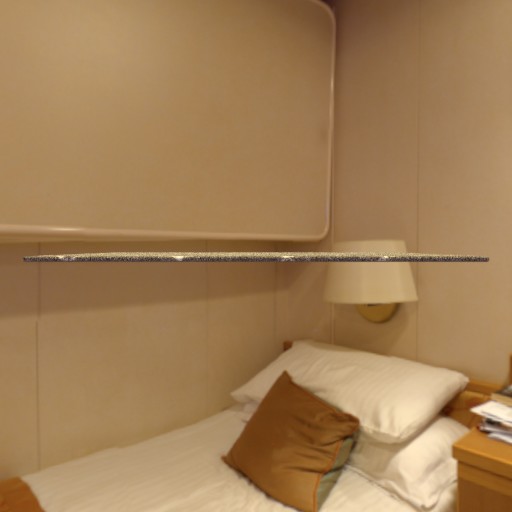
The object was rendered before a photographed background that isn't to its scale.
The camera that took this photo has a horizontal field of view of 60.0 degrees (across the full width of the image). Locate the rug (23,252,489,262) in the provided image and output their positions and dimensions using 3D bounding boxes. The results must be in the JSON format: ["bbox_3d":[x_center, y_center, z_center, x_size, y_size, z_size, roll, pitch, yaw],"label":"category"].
[{"bbox_3d":[0.000,0.000,3.059,2.438,0.030,1.524,0,1,0],"label":"rug"}]
